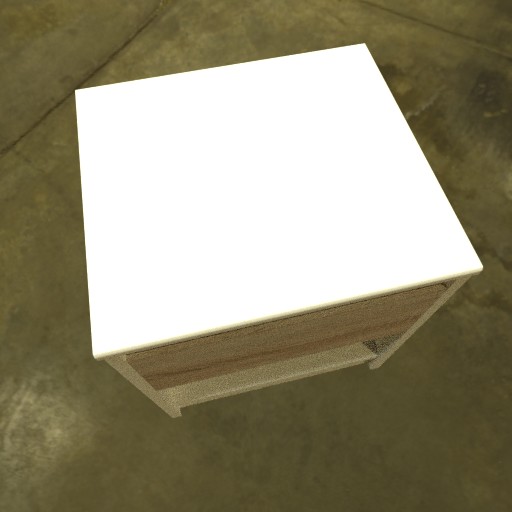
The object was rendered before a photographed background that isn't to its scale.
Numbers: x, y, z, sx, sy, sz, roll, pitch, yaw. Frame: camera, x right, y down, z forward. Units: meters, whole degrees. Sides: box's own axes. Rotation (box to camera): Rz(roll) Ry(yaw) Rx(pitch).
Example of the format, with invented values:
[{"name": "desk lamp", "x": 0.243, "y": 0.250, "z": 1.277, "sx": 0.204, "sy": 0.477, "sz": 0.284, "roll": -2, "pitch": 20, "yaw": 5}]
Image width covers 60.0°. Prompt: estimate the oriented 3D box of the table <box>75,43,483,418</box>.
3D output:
[{"name": "table", "x": 0.000, "y": 0.000, "z": 0.748, "sx": 0.420, "sy": 0.460, "sz": 0.380, "roll": -12, "pitch": 63, "yaw": -6}]
